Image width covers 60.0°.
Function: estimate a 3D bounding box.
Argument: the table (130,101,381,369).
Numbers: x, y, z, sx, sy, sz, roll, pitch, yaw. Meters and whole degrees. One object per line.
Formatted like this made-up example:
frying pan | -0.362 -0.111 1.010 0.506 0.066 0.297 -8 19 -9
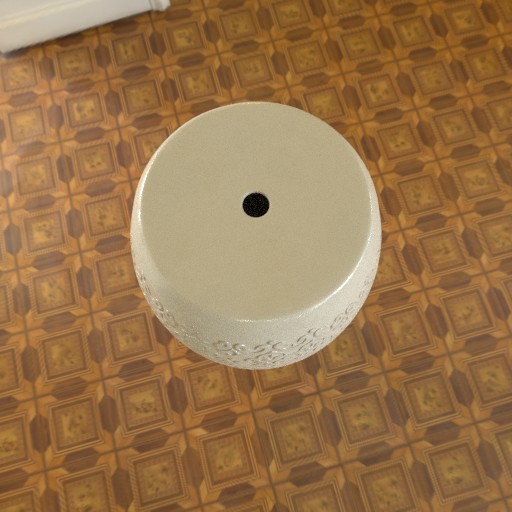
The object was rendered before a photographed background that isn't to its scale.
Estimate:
table | 0.000 0.000 0.622 0.309 0.397 0.309 0 75 0
